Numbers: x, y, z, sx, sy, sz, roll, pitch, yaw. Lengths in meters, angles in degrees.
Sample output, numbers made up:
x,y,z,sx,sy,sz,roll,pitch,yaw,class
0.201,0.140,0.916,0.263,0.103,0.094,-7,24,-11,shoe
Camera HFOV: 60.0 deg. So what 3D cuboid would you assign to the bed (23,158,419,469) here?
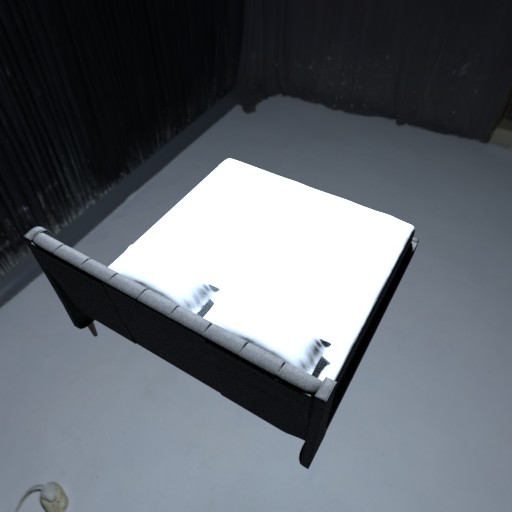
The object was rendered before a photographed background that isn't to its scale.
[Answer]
x,y,z,sx,sy,sz,roll,pitch,yaw,class
0.000,0.000,2.574,1.531,0.933,1.638,24,52,20,bed
